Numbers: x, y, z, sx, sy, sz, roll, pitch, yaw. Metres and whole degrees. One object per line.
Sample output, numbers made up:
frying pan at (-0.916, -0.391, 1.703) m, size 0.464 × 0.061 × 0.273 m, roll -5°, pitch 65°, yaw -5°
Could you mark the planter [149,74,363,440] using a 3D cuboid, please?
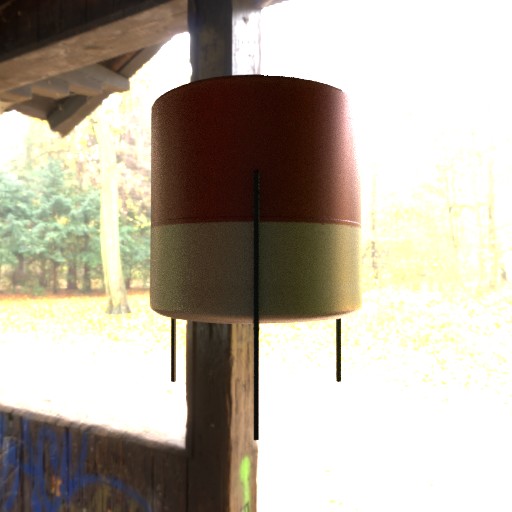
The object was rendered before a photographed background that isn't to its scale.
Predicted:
planter at (0.000, 0.000, 0.732) m, size 0.345 × 0.465 × 0.354 m, roll 0°, pitch -1°, yaw 0°
